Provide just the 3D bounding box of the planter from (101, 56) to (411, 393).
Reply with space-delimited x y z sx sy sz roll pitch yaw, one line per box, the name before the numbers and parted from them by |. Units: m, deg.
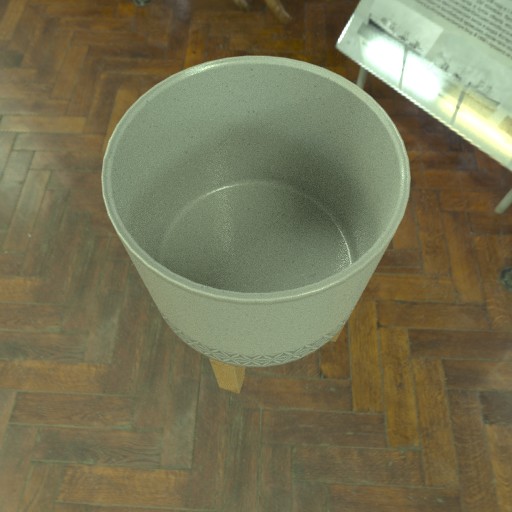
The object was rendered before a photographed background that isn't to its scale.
planter | 0.000 0.000 0.266 0.130 0.178 0.130 0 62 0
